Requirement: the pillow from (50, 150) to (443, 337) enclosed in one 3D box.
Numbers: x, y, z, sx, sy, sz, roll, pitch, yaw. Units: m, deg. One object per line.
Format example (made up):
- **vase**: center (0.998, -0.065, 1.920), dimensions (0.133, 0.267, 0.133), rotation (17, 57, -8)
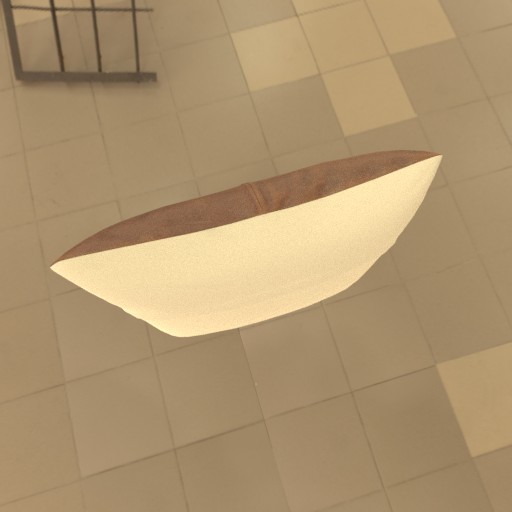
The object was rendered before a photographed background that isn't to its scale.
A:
- **pillow**: center (0.000, 0.000, 0.728), dimensions (0.484, 0.470, 0.192), rotation (-16, 75, -5)
